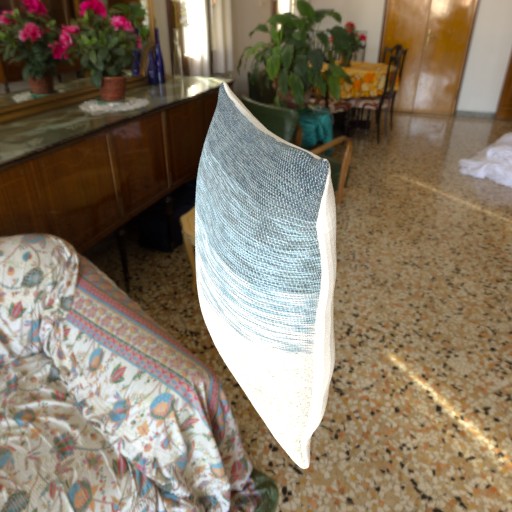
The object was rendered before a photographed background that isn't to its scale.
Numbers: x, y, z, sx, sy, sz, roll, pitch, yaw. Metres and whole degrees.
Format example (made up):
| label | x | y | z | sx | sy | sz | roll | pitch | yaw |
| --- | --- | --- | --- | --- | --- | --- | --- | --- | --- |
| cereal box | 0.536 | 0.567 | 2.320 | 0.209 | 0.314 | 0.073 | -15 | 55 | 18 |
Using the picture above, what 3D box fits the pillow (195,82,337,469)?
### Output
| label | x | y | z | sx | sy | sz | roll | pitch | yaw |
| --- | --- | --- | --- | --- | --- | --- | --- | --- | --- |
| pillow | 0.000 | 0.000 | 0.671 | 0.182 | 0.441 | 0.440 | -8 | 30 | -14 |
